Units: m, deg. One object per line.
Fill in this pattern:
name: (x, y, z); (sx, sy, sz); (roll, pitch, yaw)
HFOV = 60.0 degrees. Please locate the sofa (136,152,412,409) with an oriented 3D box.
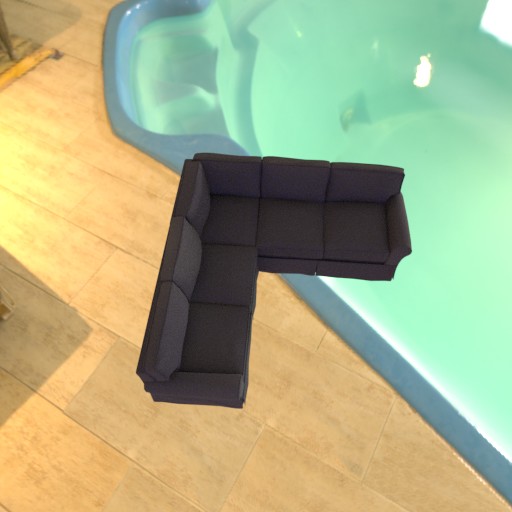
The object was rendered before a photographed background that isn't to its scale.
sofa: (0.000, 0.000, 5.120); (2.874, 1.169, 3.773); (31, 62, 19)
